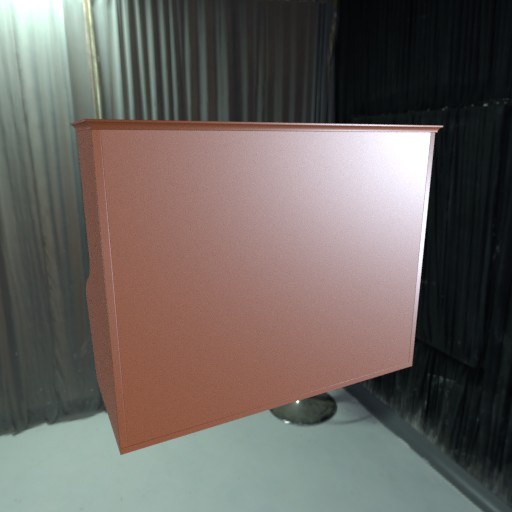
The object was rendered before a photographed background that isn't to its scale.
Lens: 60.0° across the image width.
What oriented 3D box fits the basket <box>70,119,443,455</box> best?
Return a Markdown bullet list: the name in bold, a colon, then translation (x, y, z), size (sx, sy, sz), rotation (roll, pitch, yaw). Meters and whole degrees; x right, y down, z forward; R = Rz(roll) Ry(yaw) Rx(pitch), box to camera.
- **basket**: translation (0.000, 0.000, 1.105), size (0.792, 0.625, 0.376), rotation (-7, 17, -26)
